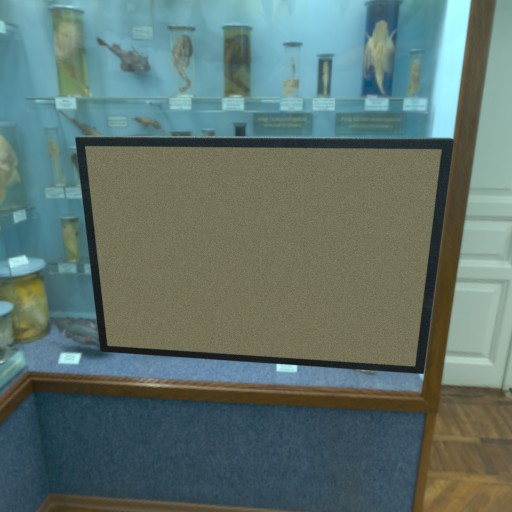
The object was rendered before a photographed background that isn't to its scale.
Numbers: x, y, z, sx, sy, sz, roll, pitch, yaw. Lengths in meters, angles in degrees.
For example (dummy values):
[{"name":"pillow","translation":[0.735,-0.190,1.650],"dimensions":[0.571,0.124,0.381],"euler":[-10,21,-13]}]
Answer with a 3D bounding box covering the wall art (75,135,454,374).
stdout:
[{"name":"wall art","translation":[0.000,0.000,0.786],"dimensions":[0.610,0.409,0.038],"euler":[2,18,7]}]
